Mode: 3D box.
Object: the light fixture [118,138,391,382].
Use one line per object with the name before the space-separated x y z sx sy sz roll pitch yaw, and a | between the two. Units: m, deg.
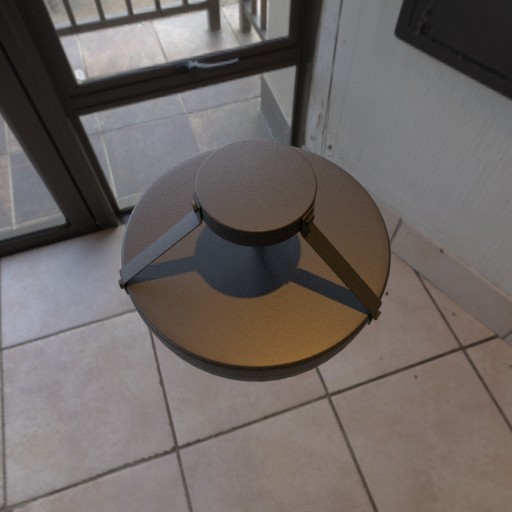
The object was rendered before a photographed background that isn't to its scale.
light fixture | 0.000 0.000 0.535 0.304 0.269 0.304 0 59 0
